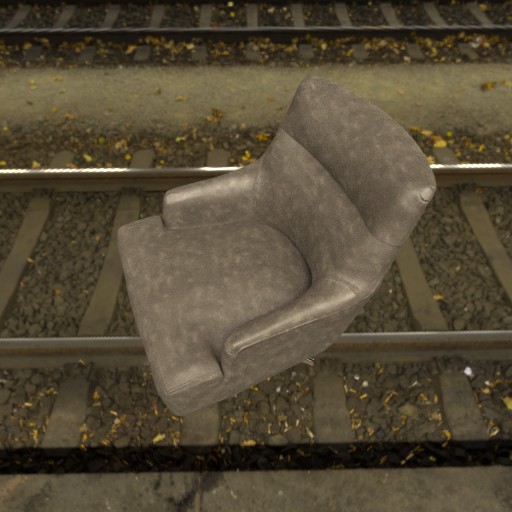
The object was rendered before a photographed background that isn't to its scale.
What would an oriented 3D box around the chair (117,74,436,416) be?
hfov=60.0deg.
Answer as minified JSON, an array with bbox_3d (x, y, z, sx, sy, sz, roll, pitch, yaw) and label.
[{"bbox_3d":[0.000,0.000,1.503,0.874,0.870,0.738,-17,49,-15],"label":"chair"}]
